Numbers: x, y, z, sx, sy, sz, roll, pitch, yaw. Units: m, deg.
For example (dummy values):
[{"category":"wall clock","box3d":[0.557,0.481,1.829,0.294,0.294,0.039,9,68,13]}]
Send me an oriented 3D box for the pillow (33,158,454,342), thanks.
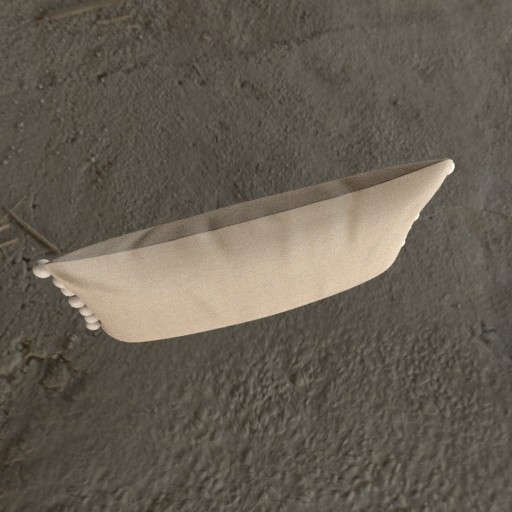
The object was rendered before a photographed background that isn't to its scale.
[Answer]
[{"category":"pillow","box3d":[0.000,0.000,0.814,0.709,0.322,0.201,-15,64,-7]}]
